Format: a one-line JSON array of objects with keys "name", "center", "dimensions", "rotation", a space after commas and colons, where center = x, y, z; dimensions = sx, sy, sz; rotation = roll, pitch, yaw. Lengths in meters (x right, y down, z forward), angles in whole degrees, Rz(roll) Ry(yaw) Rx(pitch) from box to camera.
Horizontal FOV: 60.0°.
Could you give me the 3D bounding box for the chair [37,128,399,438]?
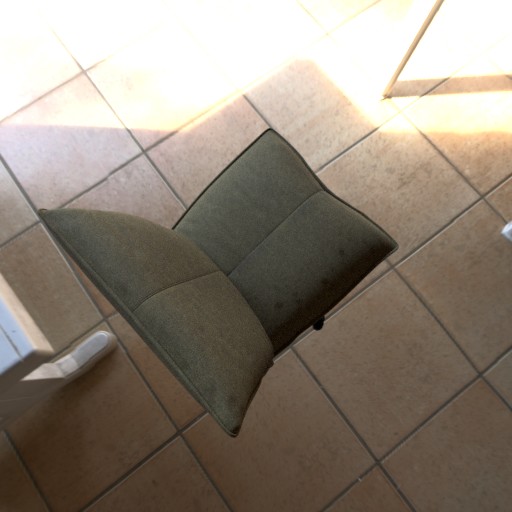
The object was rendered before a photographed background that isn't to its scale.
[{"name": "chair", "center": [0.000, 0.000, 1.286], "dimensions": [0.696, 0.811, 0.597], "rotation": [-42, 79, -10]}]
